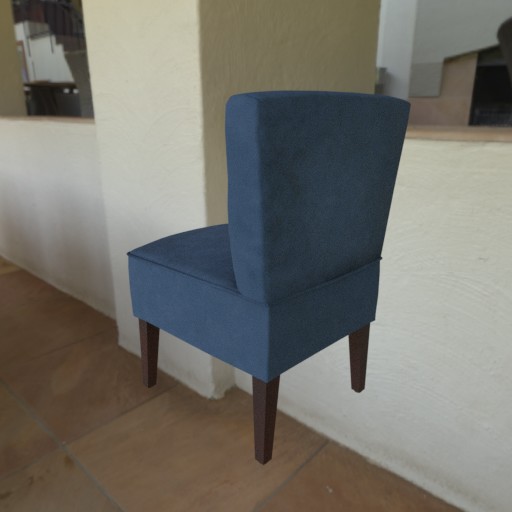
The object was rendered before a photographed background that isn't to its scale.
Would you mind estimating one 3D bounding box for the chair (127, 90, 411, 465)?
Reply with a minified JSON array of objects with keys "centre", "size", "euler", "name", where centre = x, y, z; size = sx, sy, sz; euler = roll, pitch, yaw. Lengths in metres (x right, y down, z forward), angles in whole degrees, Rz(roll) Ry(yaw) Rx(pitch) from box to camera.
[{"centre":[0.000,0.000,1.178],"size":[0.521,0.806,0.551],"euler":[-17,24,-42],"name":"chair"}]
